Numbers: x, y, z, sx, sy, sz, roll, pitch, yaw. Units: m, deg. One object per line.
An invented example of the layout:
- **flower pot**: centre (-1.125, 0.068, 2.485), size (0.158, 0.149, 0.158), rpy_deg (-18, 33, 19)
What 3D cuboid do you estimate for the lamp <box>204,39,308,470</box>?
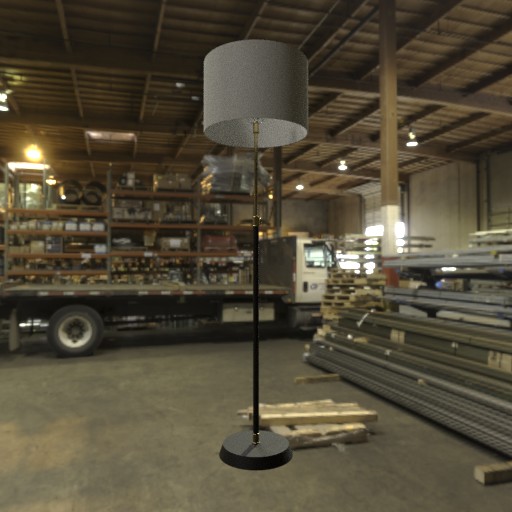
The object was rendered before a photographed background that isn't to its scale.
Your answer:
- **lamp**: centre (0.000, 0.000, 1.716), size (0.404, 1.517, 0.404), rpy_deg (0, -1, -18)
